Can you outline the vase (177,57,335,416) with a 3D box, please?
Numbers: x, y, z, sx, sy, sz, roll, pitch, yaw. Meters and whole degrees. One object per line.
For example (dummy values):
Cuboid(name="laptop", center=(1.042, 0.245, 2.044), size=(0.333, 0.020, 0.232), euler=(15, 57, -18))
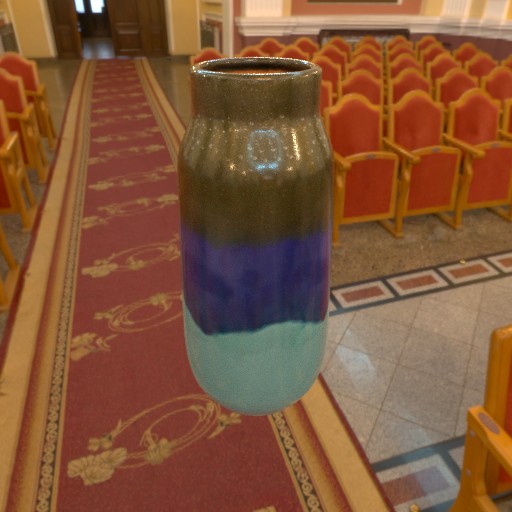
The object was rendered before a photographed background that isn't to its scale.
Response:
Cuboid(name="vase", center=(0.000, 0.000, 0.391), size=(0.139, 0.313, 0.139), euler=(0, 31, 0))
